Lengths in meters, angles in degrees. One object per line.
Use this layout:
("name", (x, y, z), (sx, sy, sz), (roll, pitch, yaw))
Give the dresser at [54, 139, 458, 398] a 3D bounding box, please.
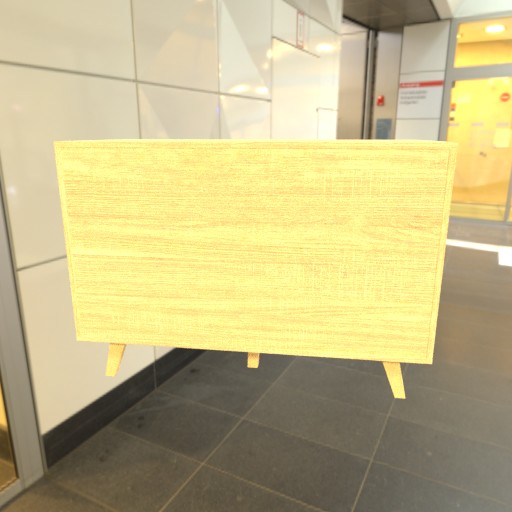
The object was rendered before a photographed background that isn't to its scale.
("dresser", (0.000, 0.000, 1.547), (1.110, 0.780, 0.500), (2, 16, 8))
